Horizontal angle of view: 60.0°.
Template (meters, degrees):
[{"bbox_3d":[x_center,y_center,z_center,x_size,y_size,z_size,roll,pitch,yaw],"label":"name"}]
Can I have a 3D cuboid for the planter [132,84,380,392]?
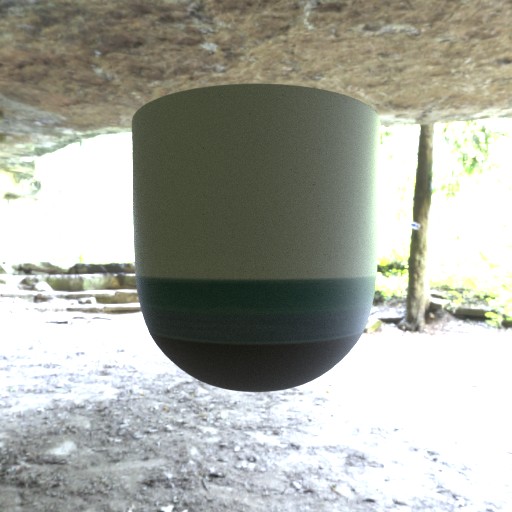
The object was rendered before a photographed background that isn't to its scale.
[{"bbox_3d":[0.000,0.000,0.376,0.204,0.214,0.204,0,0,0],"label":"planter"}]
